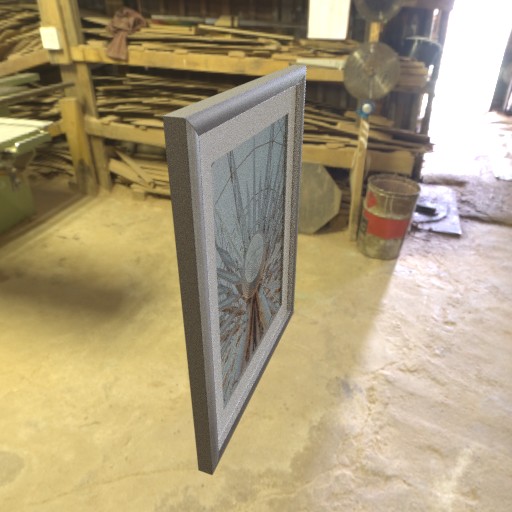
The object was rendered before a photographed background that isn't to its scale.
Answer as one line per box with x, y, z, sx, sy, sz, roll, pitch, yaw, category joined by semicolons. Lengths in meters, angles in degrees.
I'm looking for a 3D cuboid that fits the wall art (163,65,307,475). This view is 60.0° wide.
0.000;0.000;0.760;0.029;0.558;0.458;11;31;18;wall art
